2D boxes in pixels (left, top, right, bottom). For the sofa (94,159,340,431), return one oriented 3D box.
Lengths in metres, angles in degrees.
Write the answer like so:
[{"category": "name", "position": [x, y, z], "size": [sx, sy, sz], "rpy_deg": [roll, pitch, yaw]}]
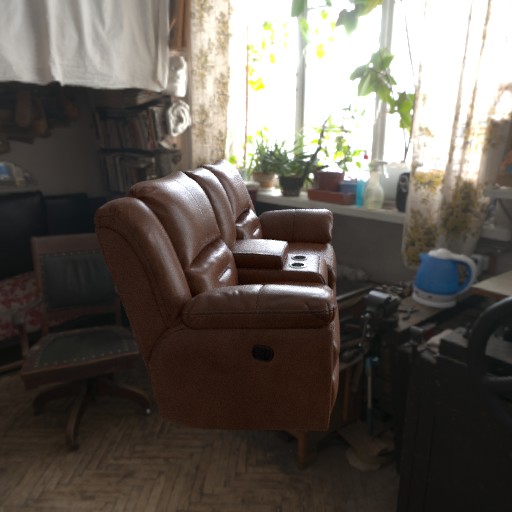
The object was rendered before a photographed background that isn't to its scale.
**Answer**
[{"category": "sofa", "position": [0.000, 0.000, 2.653], "size": [0.991, 1.043, 2.058], "rpy_deg": [2, 16, 9]}]
